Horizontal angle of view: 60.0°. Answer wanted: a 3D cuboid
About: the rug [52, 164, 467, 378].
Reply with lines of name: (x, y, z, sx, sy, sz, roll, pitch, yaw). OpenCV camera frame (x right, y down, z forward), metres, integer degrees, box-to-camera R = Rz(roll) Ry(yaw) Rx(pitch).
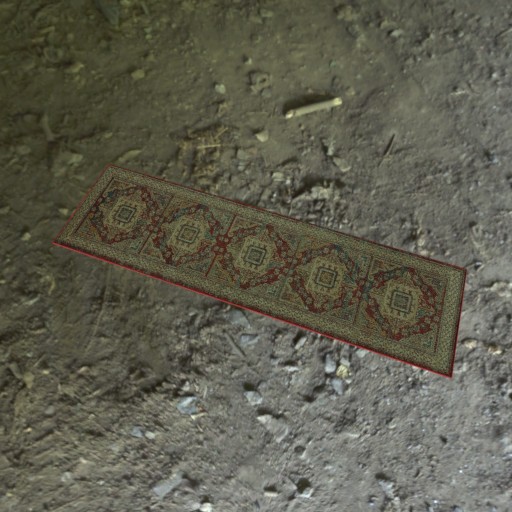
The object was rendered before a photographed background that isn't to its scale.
rug: (0.000, 0.000, 2.541, 2.292, 0.015, 0.659, 18, 61, 10)
